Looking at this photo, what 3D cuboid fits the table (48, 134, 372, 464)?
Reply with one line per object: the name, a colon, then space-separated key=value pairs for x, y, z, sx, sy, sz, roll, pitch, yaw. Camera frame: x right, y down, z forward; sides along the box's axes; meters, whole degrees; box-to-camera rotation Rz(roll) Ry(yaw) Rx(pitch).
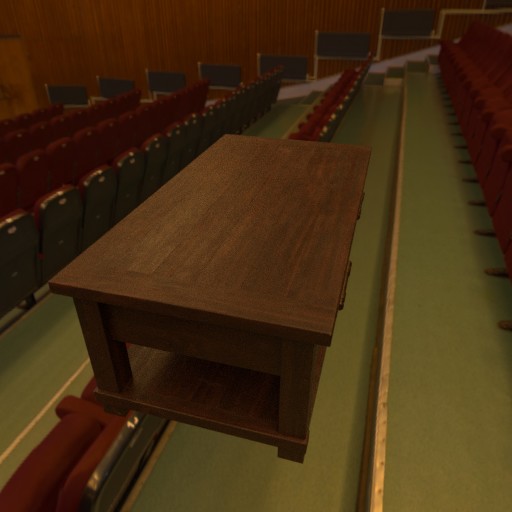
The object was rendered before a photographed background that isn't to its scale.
table: x=0.000 y=0.000 z=1.625 sx=0.700 sy=0.494 sz=1.270 roll=9 pitch=33 yaw=14
